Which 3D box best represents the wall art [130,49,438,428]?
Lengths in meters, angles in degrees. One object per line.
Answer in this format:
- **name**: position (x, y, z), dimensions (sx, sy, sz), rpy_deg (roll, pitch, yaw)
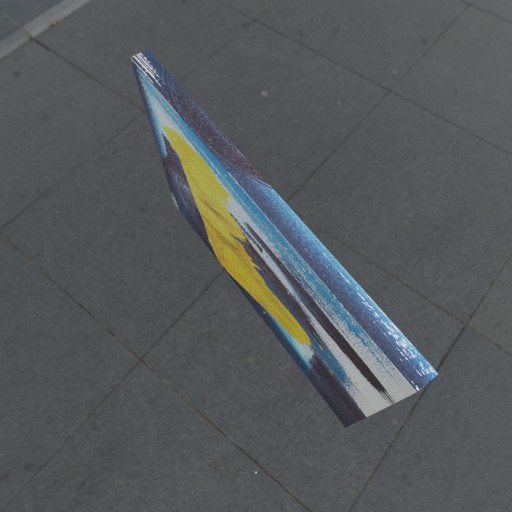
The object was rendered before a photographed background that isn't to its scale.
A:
- **wall art**: position (0.000, 0.000, 0.752), dimensions (0.033, 0.406, 0.609), rpy_deg (-33, 68, -15)
